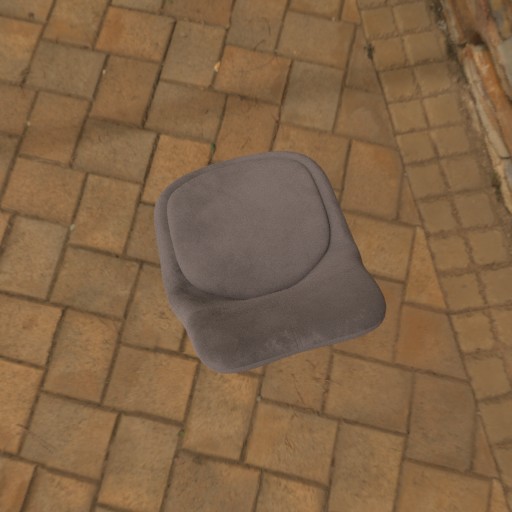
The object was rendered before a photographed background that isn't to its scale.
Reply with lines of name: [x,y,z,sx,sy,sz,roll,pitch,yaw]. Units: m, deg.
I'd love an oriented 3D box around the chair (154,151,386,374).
chair: [0.000,0.000,1.182,0.485,0.850,0.550,-16,77,-4]
